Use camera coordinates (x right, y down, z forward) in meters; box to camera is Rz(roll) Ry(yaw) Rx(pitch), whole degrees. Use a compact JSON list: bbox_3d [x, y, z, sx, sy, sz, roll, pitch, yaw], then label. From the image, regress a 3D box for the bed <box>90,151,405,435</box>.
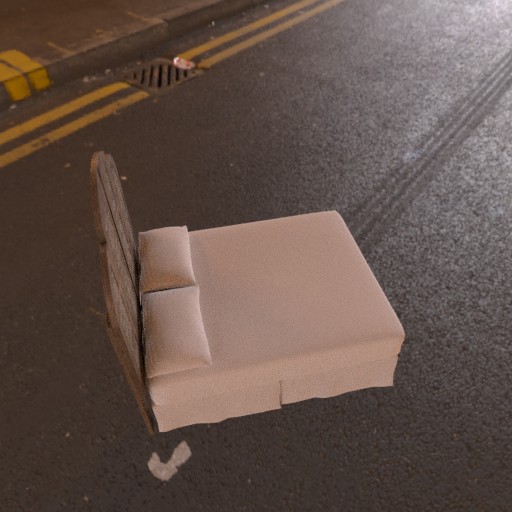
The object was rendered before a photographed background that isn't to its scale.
[{"bbox_3d":[0.000,0.000,3.556,2.138,2.019,1.713,-9,47,-9],"label":"bed"}]
